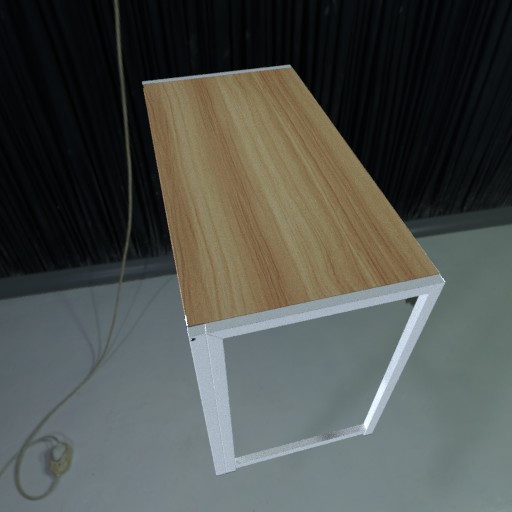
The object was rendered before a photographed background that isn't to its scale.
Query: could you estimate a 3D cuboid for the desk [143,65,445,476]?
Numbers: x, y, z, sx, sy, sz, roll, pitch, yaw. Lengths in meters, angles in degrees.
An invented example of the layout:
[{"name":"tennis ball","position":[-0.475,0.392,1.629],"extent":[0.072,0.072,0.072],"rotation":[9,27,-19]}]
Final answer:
[{"name":"desk","position":[0.000,0.000,1.437],"extent":[0.508,0.762,1.016],"rotation":[-11,48,-10]}]
